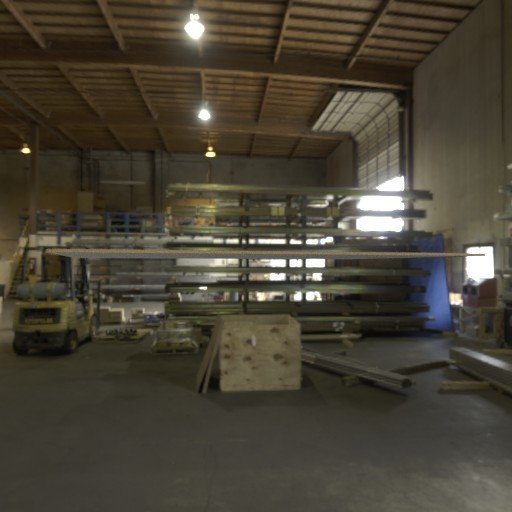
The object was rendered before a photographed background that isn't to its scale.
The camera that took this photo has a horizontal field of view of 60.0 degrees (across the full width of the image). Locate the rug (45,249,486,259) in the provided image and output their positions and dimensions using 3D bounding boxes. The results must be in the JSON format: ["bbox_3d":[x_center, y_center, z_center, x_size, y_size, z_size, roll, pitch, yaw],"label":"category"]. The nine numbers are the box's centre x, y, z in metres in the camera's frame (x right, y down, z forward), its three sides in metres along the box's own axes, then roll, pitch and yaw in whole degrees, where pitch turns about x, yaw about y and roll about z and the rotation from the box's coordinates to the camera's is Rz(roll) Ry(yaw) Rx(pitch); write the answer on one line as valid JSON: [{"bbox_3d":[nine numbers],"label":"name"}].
[{"bbox_3d":[0.000,0.000,2.086,1.667,0.013,1.062,0,-1,-18],"label":"rug"}]
